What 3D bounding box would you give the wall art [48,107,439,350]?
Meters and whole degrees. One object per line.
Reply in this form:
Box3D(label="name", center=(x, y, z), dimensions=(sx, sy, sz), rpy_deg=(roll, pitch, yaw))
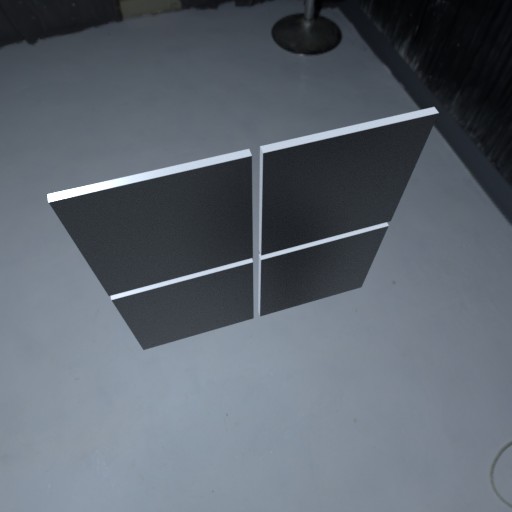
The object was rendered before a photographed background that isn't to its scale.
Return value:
Box3D(label="wall art", center=(0.000, 0.000, 1.703), dimensions=(1.118, 1.118, 0.029), rpy_deg=(-15, 60, -9))
